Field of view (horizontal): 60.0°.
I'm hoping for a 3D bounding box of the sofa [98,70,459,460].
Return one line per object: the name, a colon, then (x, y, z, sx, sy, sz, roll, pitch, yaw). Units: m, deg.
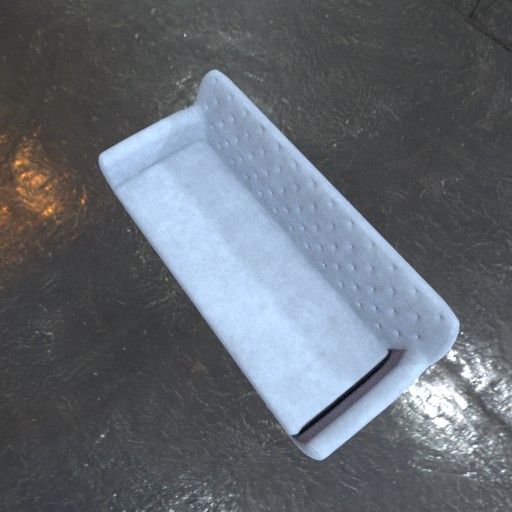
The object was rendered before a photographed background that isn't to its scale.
sofa: (0.000, 0.000, 2.416, 0.830, 0.830, 1.970, -34, 70, -14)
